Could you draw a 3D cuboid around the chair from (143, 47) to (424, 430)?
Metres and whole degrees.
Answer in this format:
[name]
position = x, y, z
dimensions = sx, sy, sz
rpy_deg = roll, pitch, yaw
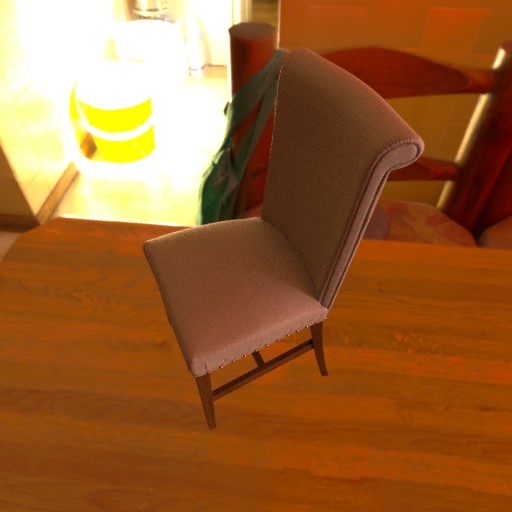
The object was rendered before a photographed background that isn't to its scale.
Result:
[chair]
position = 0.000, 0.000, 1.351
dimensions = 0.608, 0.988, 0.513
rpy_deg = -18, 50, -16
